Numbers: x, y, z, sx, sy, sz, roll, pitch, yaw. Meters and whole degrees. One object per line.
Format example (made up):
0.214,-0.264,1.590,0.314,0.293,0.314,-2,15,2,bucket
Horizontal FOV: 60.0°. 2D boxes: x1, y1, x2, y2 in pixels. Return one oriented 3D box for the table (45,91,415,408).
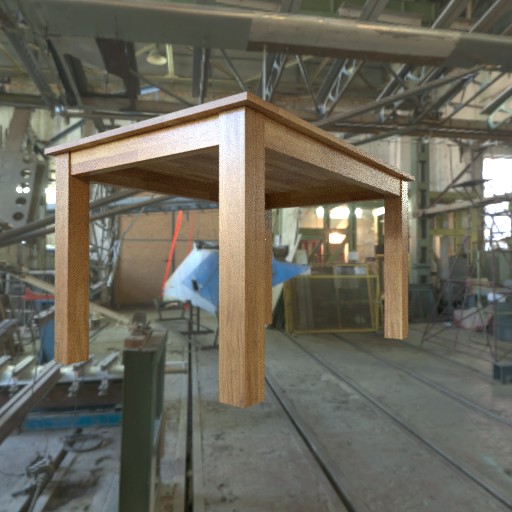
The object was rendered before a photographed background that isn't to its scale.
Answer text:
0.000,0.000,1.820,0.900,0.750,1.300,-1,-1,36,table
